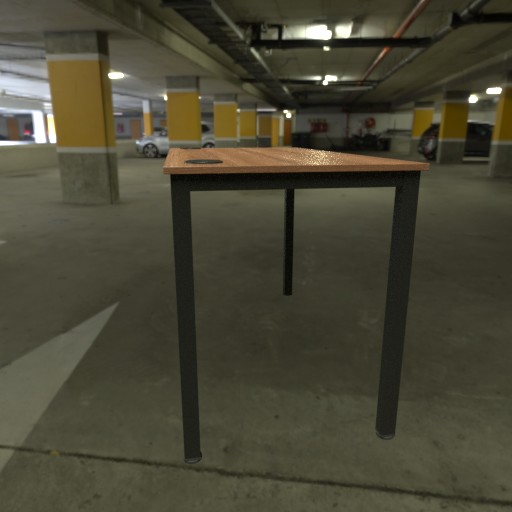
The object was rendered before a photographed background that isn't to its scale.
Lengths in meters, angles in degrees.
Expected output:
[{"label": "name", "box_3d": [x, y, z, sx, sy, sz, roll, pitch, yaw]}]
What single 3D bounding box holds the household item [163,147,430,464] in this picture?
[{"label": "household item", "box_3d": [0.000, 0.000, 1.635, 0.600, 0.750, 1.200, -3, 16, -10]}]
